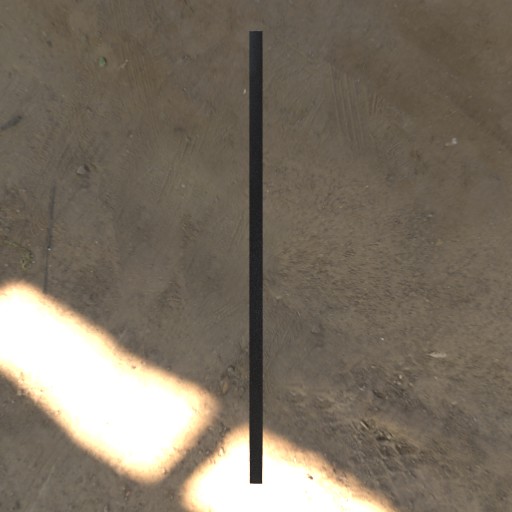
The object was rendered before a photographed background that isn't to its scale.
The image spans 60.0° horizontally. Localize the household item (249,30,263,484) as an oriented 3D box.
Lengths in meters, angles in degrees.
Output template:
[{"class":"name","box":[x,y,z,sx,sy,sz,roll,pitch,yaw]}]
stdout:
[{"class":"household item","box":[0.000,0.000,1.095,0.030,0.236,1.001,0,89,0]}]
